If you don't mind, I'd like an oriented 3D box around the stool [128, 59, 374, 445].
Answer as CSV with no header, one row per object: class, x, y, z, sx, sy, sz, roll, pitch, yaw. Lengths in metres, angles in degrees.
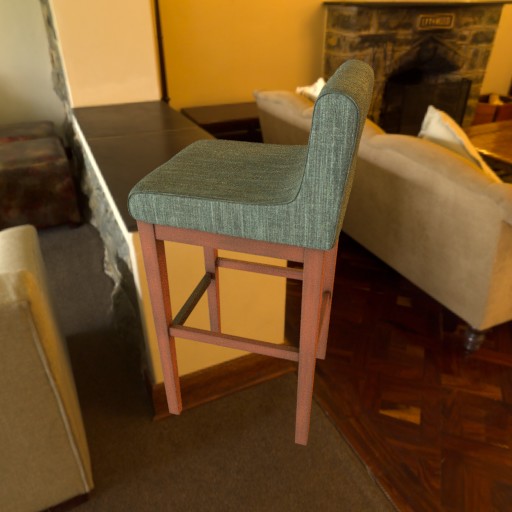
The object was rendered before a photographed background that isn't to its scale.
stool,0.000,0.000,1.210,0.499,0.965,0.426,8,32,14
